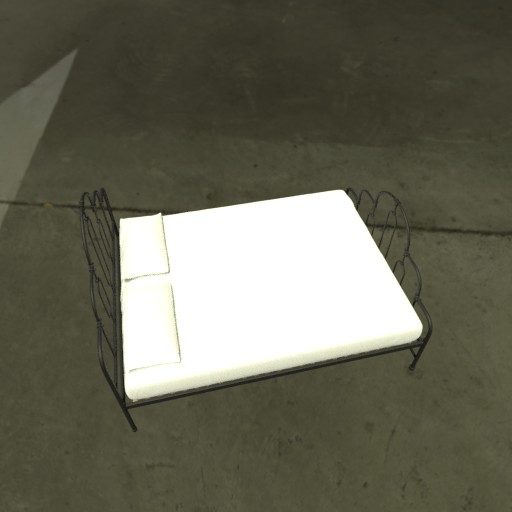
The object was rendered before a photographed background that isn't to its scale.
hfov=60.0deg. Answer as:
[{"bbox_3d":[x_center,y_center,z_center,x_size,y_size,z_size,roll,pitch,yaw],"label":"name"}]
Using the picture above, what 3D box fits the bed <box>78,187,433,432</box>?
[{"bbox_3d":[0.000,0.000,3.308,2.163,1.429,1.640,-10,48,-9],"label":"bed"}]
